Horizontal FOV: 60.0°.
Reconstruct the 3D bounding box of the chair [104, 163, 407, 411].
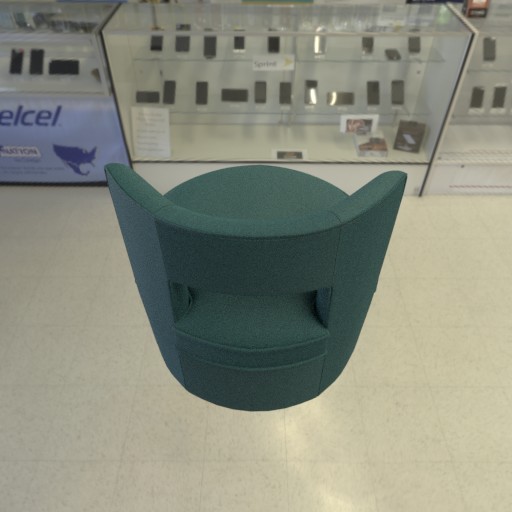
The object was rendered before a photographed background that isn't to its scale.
[{"bbox_3d":[0.000,0.000,1.242,0.684,0.711,0.660,2,45,2],"label":"chair"}]
